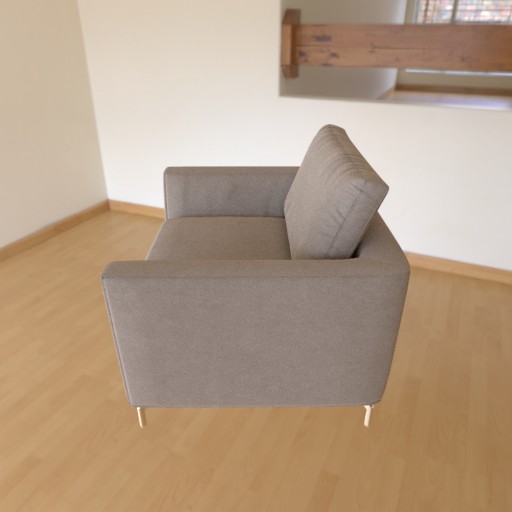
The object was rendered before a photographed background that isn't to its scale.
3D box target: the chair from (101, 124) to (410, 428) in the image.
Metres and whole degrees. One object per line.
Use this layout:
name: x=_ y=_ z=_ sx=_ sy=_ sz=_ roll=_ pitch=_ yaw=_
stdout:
chair: x=0.000 y=0.000 z=1.722 sx=0.889 sy=0.864 sz=1.041 roll=0 pitch=28 yaw=0
